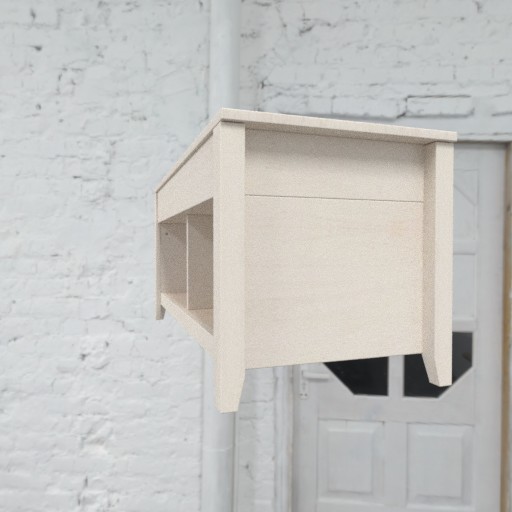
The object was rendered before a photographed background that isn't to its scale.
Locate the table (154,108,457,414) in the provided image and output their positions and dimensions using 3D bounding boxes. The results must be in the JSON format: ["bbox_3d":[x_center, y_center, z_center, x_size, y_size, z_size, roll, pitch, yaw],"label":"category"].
[{"bbox_3d":[0.000,0.000,1.247,0.457,0.483,1.016,0,1,-19],"label":"table"}]
